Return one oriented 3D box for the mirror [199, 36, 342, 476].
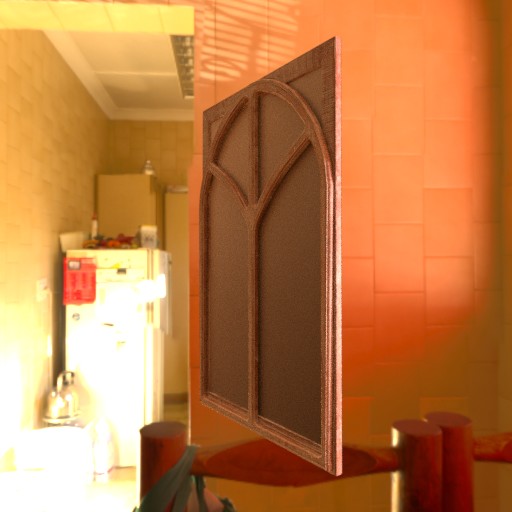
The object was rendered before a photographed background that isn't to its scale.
[{"bbox_3d":[0.000,0.000,0.992,0.058,0.787,0.495,1,-1,-35],"label":"mirror"}]
